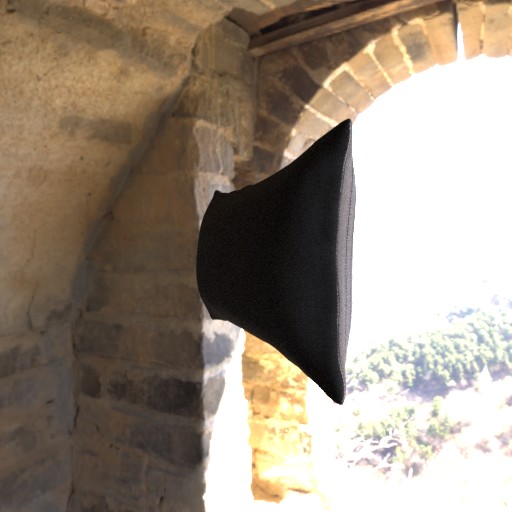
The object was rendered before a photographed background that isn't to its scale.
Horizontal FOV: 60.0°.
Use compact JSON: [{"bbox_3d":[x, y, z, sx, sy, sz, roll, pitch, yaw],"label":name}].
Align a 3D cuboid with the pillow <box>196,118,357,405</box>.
[{"bbox_3d":[0.000,0.000,0.740,0.151,0.305,0.609,0,0,-18],"label":"pillow"}]
